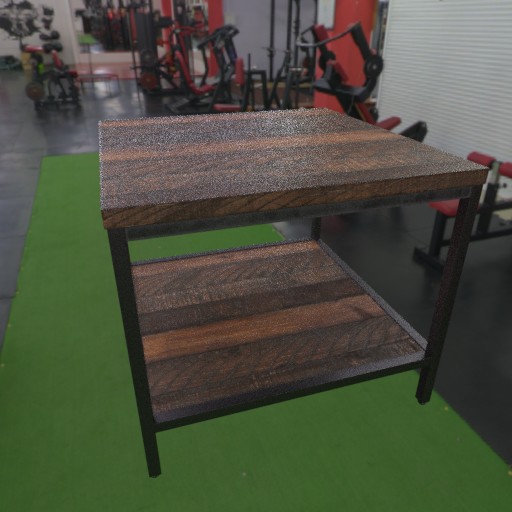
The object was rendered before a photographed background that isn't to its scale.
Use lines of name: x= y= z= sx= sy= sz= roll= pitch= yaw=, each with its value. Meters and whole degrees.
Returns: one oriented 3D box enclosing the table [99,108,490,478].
table: x=0.000 y=0.000 z=0.924 sx=0.548 sy=0.482 sz=0.553 roll=-8 pitch=29 yaw=-16
